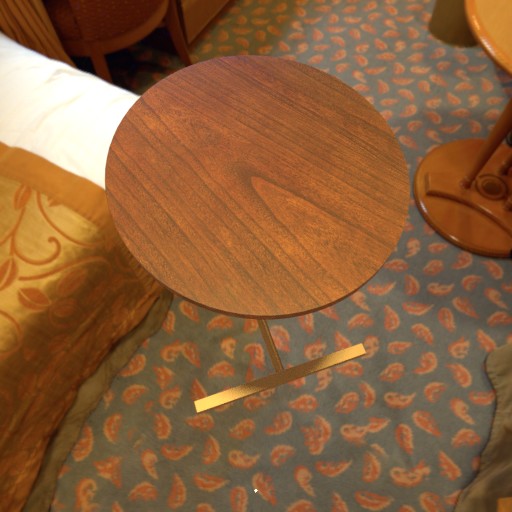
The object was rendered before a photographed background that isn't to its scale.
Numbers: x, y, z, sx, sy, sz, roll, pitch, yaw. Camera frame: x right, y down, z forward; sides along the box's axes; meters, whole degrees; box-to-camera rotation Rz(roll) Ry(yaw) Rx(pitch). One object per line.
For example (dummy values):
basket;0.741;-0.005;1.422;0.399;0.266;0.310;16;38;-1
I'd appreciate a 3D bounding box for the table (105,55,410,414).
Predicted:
table;0.000;0.000;1.102;0.530;0.706;0.577;-17;63;-9
